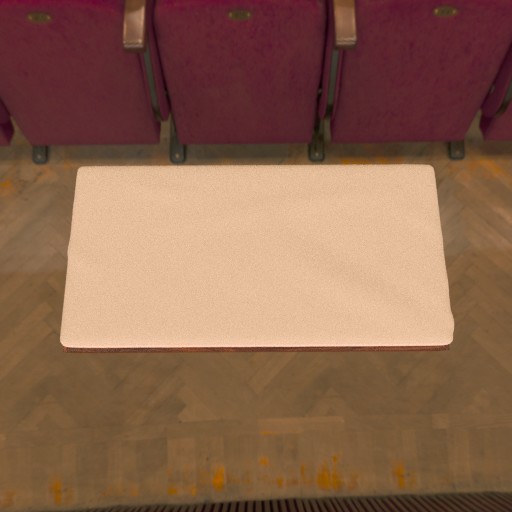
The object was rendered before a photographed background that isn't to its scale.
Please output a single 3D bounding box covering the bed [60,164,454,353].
[{"bbox_3d":[0.000,0.000,2.242,1.860,0.312,0.940,0,76,0],"label":"bed"}]
